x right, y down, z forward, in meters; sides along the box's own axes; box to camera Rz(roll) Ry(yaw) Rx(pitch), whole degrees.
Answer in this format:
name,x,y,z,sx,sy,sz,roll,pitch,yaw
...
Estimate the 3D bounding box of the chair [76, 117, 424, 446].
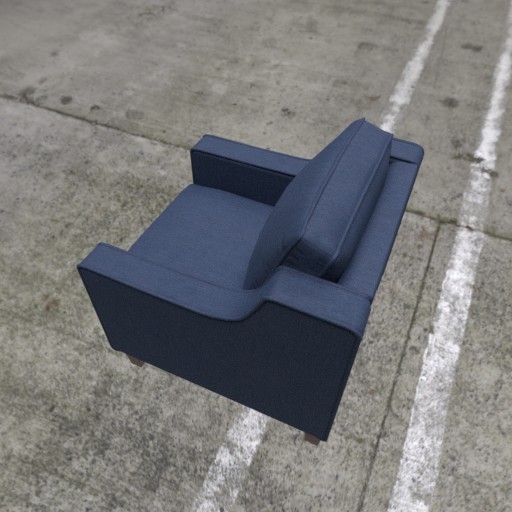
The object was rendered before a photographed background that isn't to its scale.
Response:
name,x,y,z,sx,sy,sz,roll,pitch,yaw
chair,0.000,0.000,1.640,0.909,0.960,0.831,18,50,16
